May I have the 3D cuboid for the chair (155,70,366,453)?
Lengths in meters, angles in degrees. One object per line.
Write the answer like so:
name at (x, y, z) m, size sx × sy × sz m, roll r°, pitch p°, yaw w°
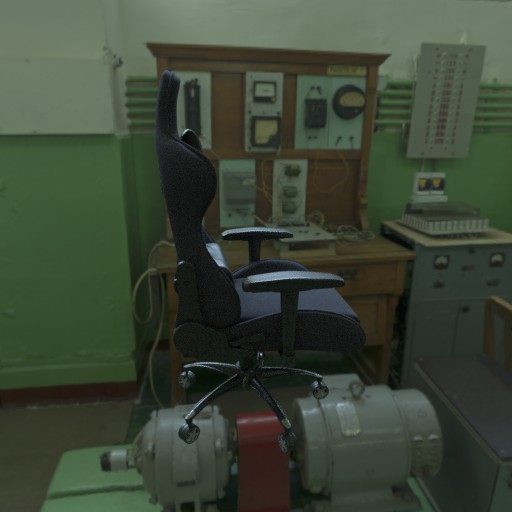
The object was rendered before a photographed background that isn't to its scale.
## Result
chair at (0.000, 0.000, 1.694) m, size 0.695 × 1.300 × 0.730 m, roll -3°, pitch 17°, yaw -10°
